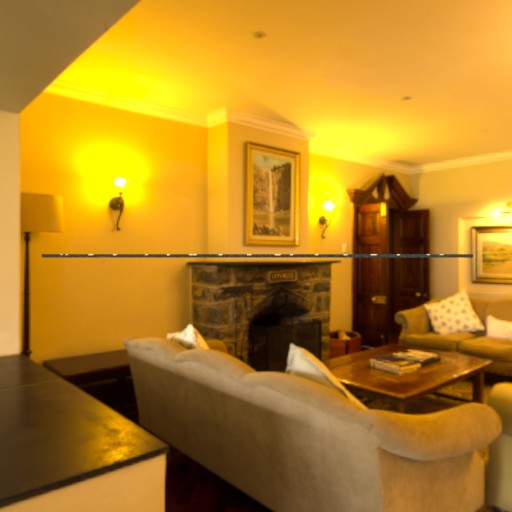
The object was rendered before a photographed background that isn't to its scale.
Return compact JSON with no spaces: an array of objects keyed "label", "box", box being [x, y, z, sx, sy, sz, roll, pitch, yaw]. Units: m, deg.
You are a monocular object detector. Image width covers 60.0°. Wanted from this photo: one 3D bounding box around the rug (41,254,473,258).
[{"label":"rug","box":[0.000,0.000,3.998,2.439,0.022,3.047,0,0,-1]}]
